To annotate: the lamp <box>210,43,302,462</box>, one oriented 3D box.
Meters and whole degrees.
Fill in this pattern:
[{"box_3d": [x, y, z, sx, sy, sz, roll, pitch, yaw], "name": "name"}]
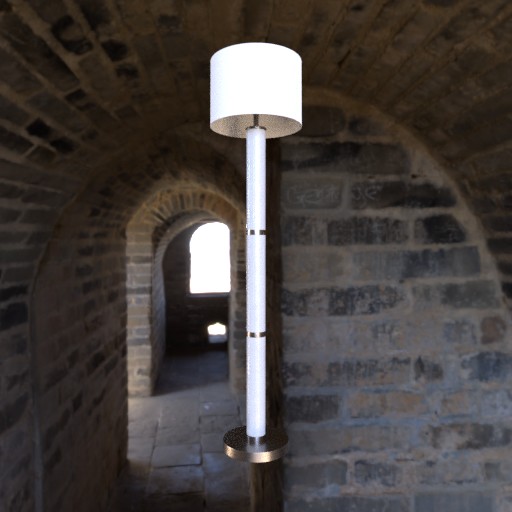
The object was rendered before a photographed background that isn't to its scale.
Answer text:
[{"box_3d": [0.000, 0.000, 1.844, 0.377, 1.599, 0.377, 1, 1, 36], "name": "lamp"}]
